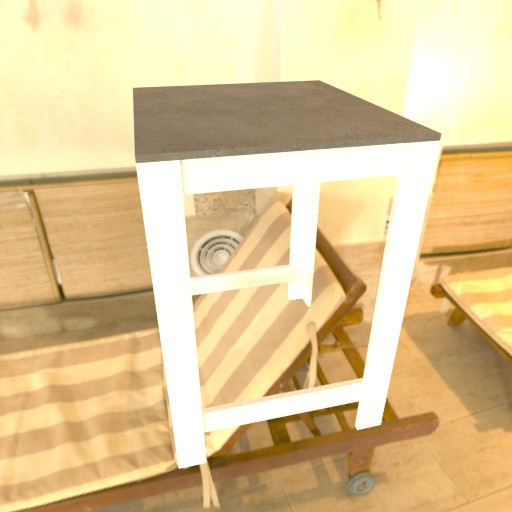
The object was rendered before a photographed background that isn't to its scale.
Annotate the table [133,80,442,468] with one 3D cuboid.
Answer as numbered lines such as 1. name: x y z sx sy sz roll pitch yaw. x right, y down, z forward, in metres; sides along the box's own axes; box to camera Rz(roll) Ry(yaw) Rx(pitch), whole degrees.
1. table: 0.000 0.000 1.558 0.700 1.020 0.800 -7 31 -12
